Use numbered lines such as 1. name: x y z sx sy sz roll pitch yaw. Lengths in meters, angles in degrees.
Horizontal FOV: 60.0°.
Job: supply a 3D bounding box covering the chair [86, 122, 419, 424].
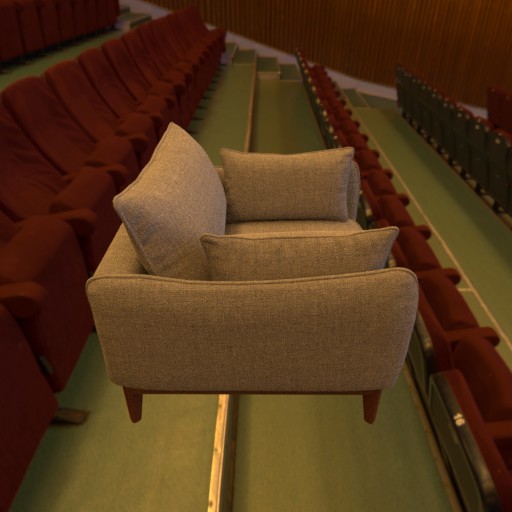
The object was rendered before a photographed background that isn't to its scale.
1. chair: 0.000 0.000 1.721 0.976 0.839 0.993 0 32 0
